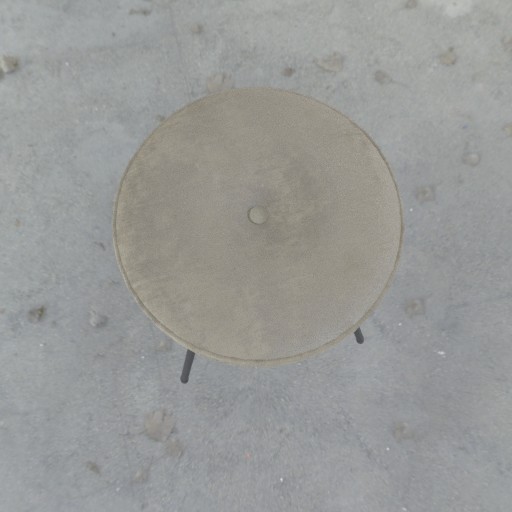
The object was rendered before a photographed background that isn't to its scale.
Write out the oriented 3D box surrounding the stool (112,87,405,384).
[{"bbox_3d":[0.000,0.000,0.863,0.457,0.538,0.423,-12,76,-3],"label":"stool"}]
